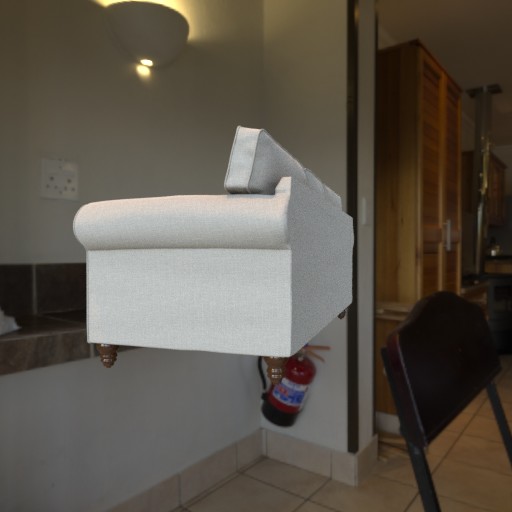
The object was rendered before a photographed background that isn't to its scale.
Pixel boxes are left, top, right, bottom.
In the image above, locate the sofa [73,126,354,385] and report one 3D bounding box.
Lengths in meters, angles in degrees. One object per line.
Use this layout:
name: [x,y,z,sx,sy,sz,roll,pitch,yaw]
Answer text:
sofa: [0.000,0.000,2.627,0.916,0.961,2.084,0,0,19]
